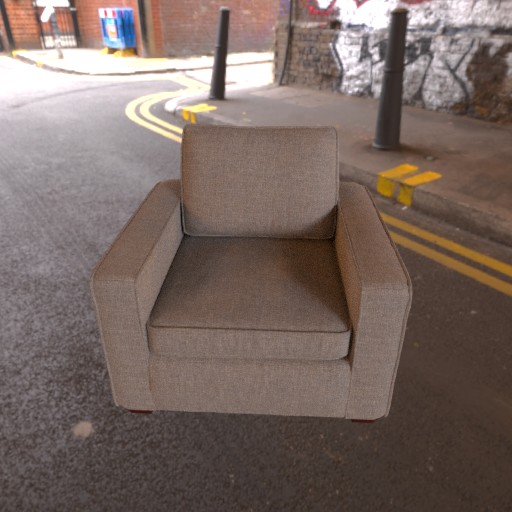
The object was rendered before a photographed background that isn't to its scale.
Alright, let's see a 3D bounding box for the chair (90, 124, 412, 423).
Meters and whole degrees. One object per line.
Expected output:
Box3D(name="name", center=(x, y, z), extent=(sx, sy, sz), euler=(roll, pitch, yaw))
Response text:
Box3D(name="chair", center=(0.000, 0.000, 1.794), extent=(1.016, 0.914, 0.940), euler=(1, 29, 3))
